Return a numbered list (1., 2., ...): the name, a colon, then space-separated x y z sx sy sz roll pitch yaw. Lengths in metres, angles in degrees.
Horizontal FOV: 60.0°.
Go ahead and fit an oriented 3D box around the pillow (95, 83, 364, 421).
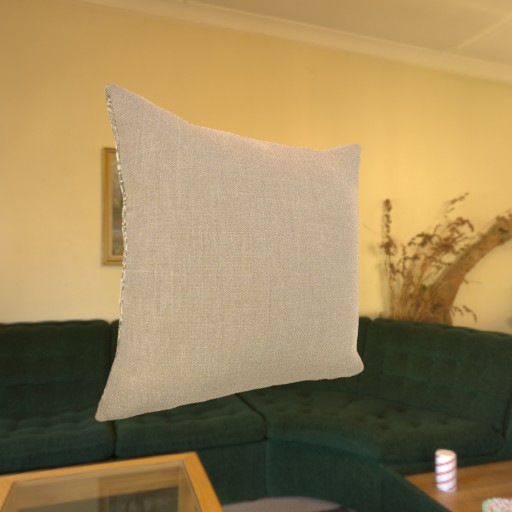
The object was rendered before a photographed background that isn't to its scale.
1. pillow: 0.000 0.000 0.778 0.546 0.487 0.180 1 -2 -36
